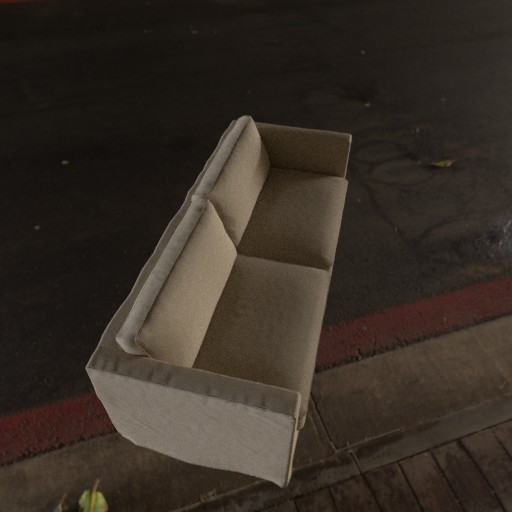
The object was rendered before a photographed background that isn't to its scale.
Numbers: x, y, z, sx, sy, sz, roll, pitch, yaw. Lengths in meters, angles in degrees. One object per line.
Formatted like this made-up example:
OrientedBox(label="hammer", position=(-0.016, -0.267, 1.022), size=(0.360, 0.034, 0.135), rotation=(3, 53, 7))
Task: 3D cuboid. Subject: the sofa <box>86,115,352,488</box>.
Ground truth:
OrientedBox(label="sofa", position=(0.000, 0.000, 2.771), size=(0.956, 0.847, 2.296), rotation=(10, 45, 10))
